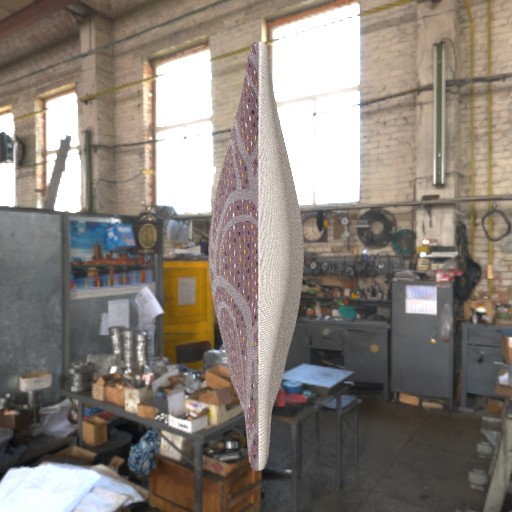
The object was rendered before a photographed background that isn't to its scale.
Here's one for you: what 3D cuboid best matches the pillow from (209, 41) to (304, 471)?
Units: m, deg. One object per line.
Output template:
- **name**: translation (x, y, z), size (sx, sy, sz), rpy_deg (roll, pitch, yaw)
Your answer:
- **pillow**: translation (0.000, 0.000, 0.779), size (0.163, 0.513, 0.514), rpy_deg (0, 0, 0)
